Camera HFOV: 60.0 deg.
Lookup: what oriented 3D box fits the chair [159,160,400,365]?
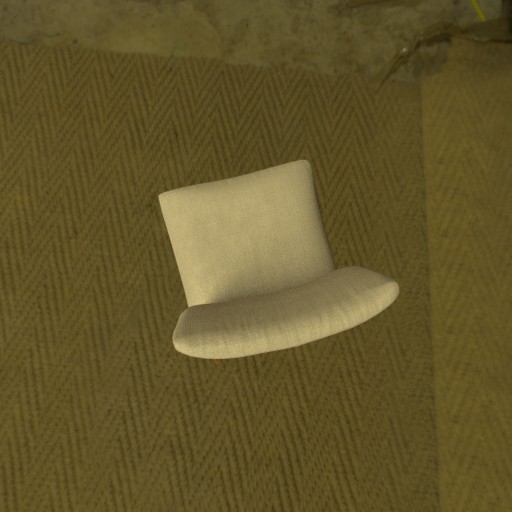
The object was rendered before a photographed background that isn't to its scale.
[{"bbox_3d":[0.000,0.000,1.305,0.496,0.940,0.585,-14,76,-4],"label":"chair"}]
